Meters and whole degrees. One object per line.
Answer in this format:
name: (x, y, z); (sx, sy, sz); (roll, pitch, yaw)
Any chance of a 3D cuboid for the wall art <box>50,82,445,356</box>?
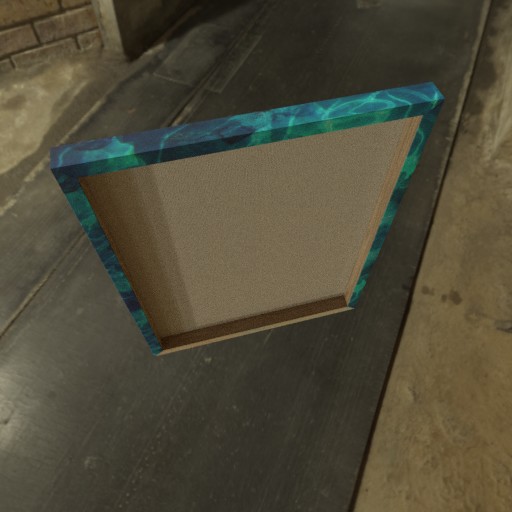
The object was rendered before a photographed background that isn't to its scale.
wall art: (0.000, 0.000, 0.830); (0.508, 0.635, 0.038); (-12, 58, -8)
